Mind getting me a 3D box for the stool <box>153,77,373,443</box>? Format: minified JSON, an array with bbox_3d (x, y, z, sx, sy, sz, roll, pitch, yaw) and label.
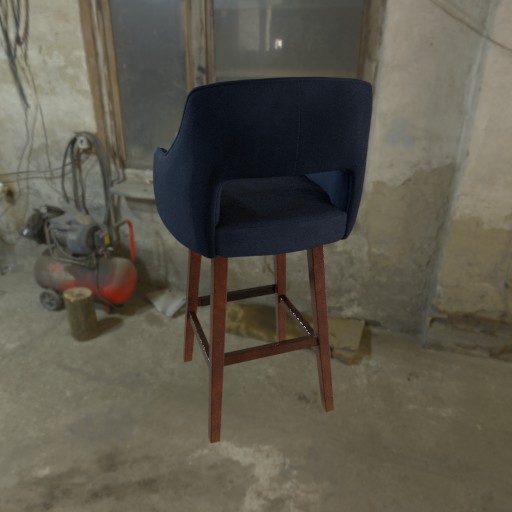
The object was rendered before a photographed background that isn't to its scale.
[{"bbox_3d":[0.000,0.000,1.358,0.550,1.041,0.560,-8,26,-18],"label":"stool"}]
